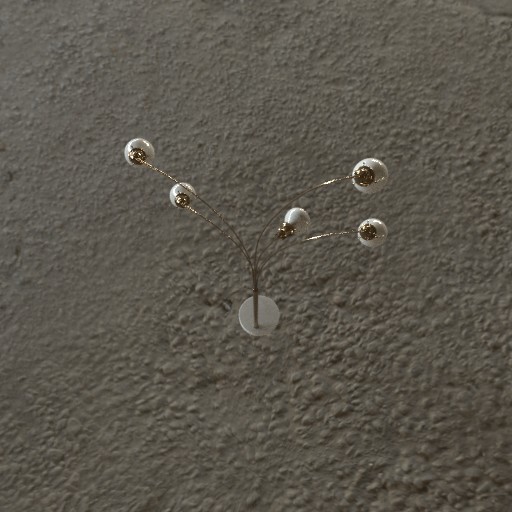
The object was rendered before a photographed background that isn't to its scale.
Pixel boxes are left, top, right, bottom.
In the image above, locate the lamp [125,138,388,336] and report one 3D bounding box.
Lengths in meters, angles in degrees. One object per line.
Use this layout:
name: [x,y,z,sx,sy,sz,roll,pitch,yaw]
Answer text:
lamp: [0.000,0.000,2.912,1.405,2.423,0.361,16,65,8]
